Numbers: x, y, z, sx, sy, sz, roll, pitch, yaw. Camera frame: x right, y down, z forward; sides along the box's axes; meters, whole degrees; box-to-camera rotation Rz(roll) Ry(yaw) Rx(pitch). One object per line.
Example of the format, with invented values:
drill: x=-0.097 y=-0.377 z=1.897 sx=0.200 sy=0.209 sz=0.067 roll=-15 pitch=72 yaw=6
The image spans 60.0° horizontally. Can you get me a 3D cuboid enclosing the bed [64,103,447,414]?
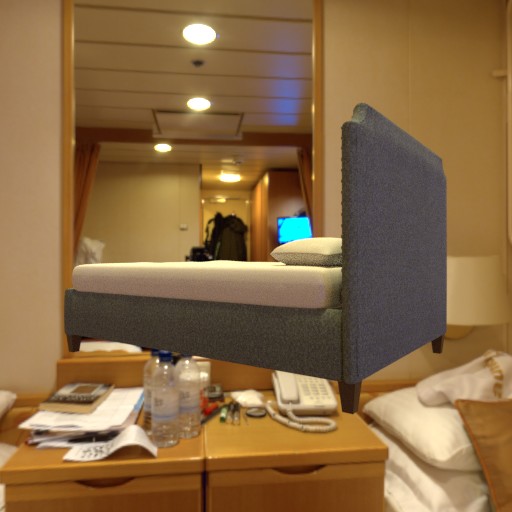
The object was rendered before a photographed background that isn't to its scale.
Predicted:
bed: x=0.000 y=0.000 z=3.322 sx=2.372 sy=1.443 sz=1.712 roll=0 pitch=0 yaw=36
